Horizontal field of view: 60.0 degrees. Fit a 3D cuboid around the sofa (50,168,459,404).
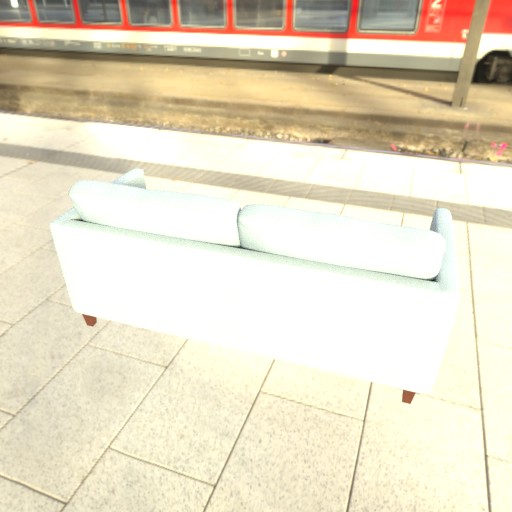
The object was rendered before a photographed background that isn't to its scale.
[{"bbox_3d":[0.000,0.000,2.740,2.208,0.965,0.951,10,34,15],"label":"sofa"}]
